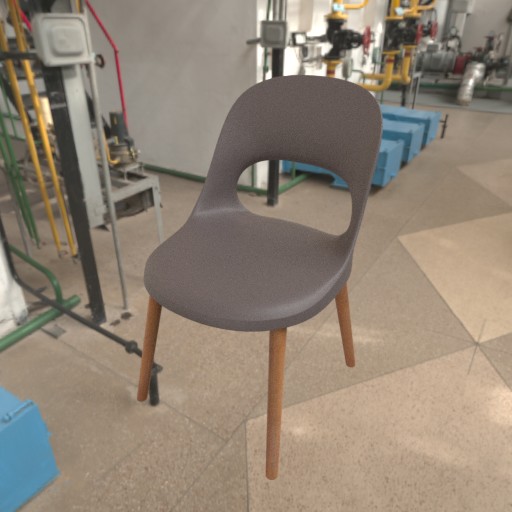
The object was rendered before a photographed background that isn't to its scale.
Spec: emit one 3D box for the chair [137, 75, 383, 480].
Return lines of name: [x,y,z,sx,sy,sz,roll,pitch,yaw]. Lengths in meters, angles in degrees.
chair: [0.000,0.000,1.115,0.470,0.794,0.556,18,33,29]
